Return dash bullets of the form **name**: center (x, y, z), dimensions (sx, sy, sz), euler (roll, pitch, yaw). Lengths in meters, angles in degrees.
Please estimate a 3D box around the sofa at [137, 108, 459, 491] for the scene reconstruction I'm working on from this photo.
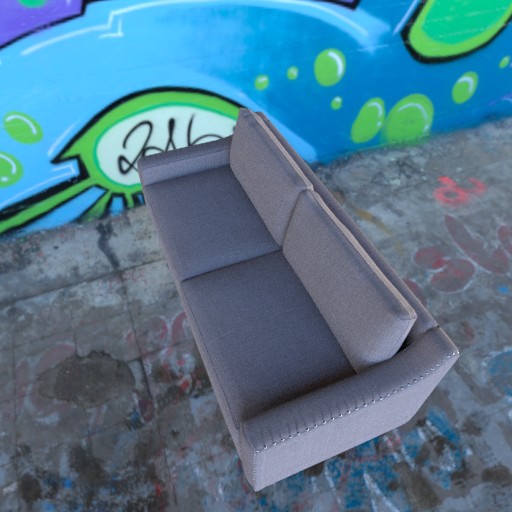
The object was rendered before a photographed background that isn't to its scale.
- **sofa**: center (0.000, 0.000, 2.662), dimensions (1.000, 0.857, 2.208), euler (-17, 49, -15)
